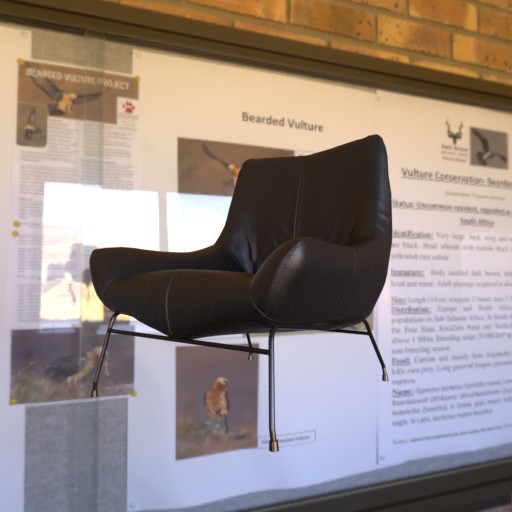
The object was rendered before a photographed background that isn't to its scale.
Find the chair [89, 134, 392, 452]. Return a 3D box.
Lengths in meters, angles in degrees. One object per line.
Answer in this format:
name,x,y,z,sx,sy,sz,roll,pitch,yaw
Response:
chair,0.000,0.000,1.562,0.836,0.922,0.826,-1,-2,37
